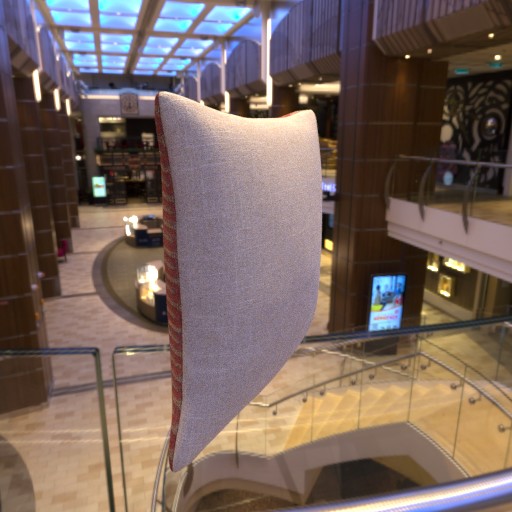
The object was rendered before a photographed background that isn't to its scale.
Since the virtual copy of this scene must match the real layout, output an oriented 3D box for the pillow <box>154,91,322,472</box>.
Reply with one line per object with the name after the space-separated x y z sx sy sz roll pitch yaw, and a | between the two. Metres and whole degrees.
0.000 0.000 0.768 0.182 0.503 0.511 7 17 25 | pillow
